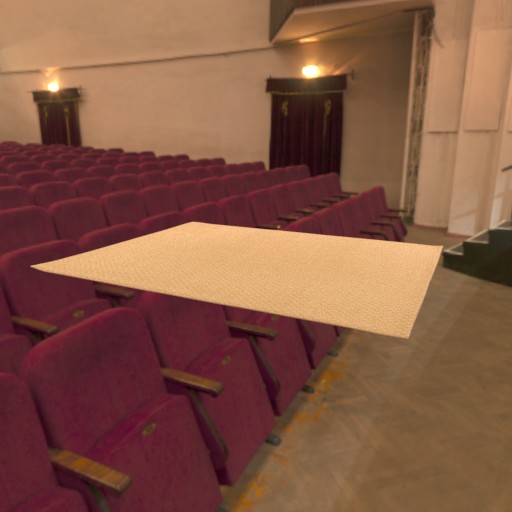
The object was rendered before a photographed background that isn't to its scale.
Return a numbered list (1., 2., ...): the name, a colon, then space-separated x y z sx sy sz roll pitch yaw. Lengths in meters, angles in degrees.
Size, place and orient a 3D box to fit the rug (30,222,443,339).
1. rug: 0.000 0.000 3.895 2.897 0.035 2.277 7 16 25
